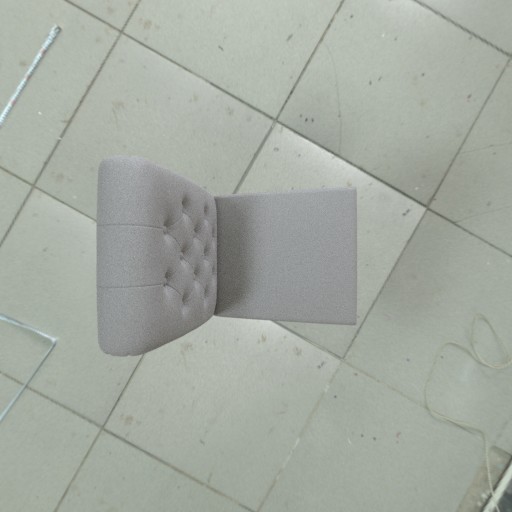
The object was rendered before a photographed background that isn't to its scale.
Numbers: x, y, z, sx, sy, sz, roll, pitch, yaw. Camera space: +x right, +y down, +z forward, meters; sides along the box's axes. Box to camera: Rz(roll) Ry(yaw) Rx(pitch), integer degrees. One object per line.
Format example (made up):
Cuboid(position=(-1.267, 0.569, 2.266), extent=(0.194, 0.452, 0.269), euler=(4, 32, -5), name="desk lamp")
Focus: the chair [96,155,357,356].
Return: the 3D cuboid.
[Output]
Cuboid(position=(0.000, 0.000, 1.372), extent=(0.671, 1.006, 0.456), euler=(0, 90, -1), name="chair")
